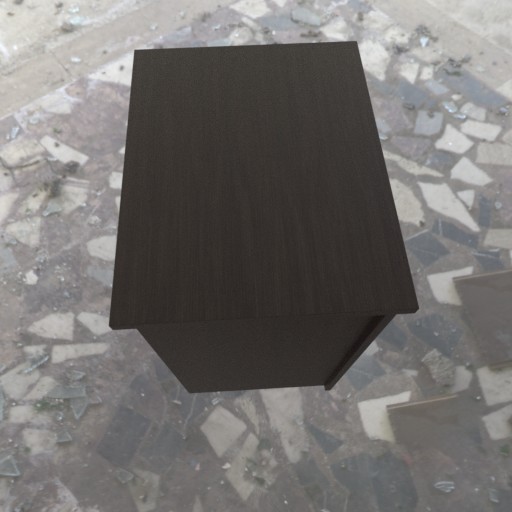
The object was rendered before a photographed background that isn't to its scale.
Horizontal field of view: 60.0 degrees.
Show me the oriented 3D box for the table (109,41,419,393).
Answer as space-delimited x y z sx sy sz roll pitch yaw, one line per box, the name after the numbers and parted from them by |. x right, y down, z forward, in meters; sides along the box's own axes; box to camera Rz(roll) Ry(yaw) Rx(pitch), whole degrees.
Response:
0.000 0.000 0.925 0.381 0.635 0.480 -3 64 -1 | table
